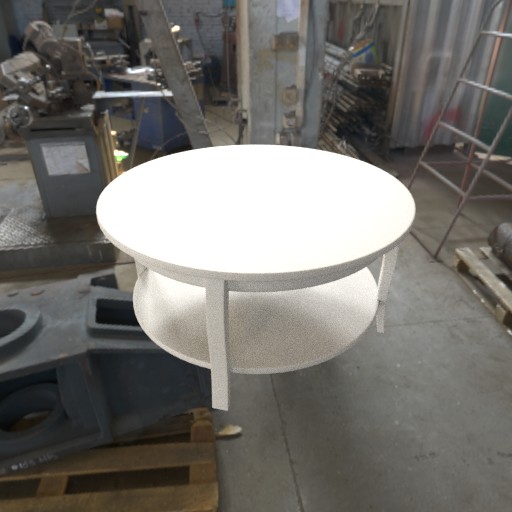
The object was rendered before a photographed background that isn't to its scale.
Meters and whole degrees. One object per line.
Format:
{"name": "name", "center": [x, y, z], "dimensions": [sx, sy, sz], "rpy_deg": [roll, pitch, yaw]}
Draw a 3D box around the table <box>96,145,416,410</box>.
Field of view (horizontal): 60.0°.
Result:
{"name": "table", "center": [0.000, 0.000, 1.437], "dimensions": [0.910, 0.457, 0.910], "rpy_deg": [0, 31, 0]}
